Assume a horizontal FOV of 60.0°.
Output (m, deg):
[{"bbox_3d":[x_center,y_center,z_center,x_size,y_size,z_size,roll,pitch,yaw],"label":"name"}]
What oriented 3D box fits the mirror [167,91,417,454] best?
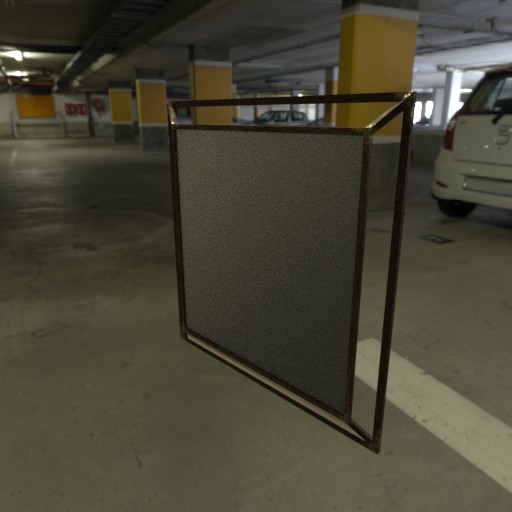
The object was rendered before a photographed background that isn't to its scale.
[{"bbox_3d":[0.000,0.000,0.906,0.032,0.610,0.610,-16,24,-42],"label":"mirror"}]
